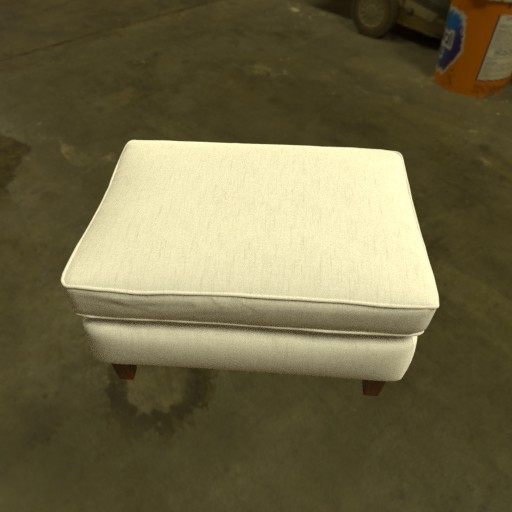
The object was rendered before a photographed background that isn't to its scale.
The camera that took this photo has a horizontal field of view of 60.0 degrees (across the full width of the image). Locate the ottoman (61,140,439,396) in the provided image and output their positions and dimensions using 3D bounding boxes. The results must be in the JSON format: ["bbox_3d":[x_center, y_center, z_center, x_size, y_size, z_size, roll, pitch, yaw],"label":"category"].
[{"bbox_3d":[0.000,0.000,1.001,0.665,0.406,0.501,3,47,3],"label":"ottoman"}]
